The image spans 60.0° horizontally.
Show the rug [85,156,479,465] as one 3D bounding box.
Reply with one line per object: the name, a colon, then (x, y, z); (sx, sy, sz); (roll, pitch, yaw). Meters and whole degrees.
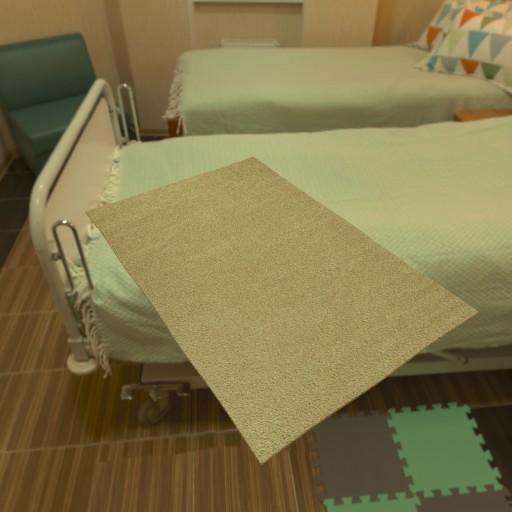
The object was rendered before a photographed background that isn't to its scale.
rug: (0.000, 0.000, 3.457); (1.800, 0.025, 2.699); (-24, 46, -26)
